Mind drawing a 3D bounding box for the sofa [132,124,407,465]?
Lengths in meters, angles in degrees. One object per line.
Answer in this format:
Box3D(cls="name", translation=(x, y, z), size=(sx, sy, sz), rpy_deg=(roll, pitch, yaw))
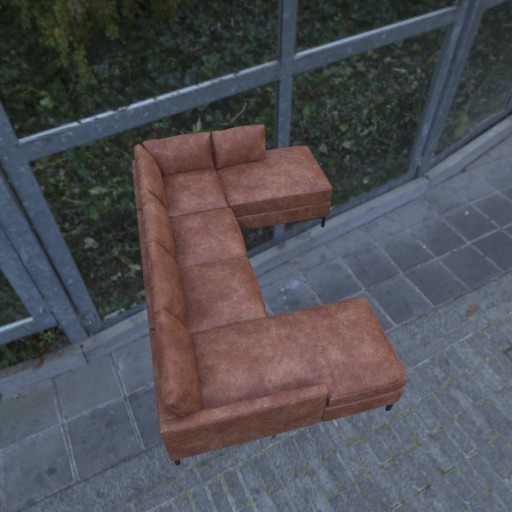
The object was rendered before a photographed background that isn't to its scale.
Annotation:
Box3D(cls="sofa", translation=(0.000, 0.000, 3.931), size=(1.939, 0.900, 2.956), rpy_deg=(-10, 48, -10))
